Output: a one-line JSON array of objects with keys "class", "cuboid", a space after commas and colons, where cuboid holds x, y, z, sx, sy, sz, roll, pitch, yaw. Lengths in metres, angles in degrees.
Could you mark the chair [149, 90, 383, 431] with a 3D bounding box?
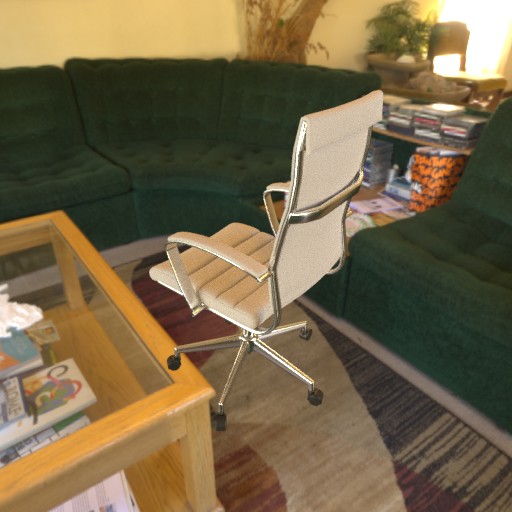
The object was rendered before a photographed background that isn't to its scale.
[{"class": "chair", "cuboid": [0.000, 0.000, 1.612, 0.667, 1.149, 0.679, 20, 36, 31]}]
